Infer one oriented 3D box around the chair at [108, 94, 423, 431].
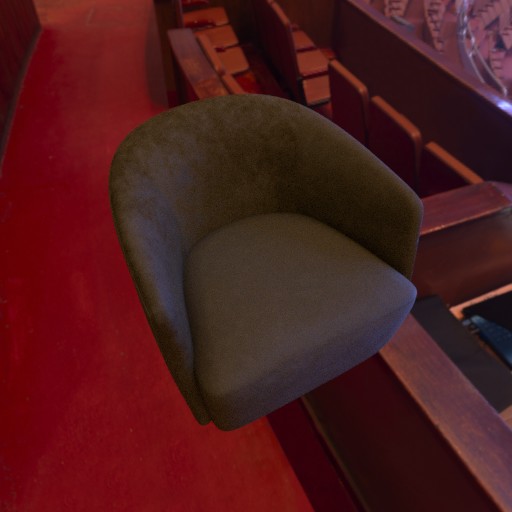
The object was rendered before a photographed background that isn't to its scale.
[{"bbox_3d":[0.000,0.000,1.353,0.773,0.698,0.767,-22,50,-20],"label":"chair"}]
